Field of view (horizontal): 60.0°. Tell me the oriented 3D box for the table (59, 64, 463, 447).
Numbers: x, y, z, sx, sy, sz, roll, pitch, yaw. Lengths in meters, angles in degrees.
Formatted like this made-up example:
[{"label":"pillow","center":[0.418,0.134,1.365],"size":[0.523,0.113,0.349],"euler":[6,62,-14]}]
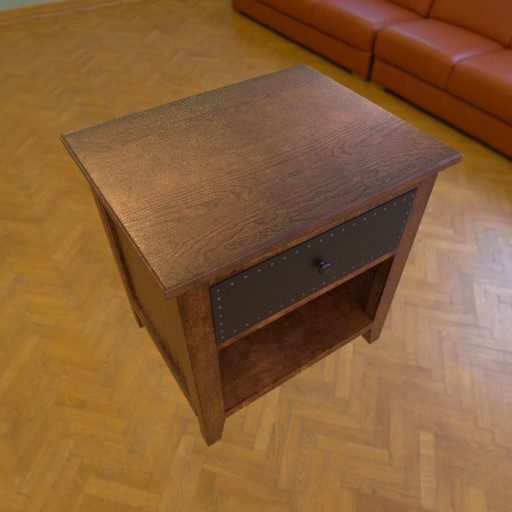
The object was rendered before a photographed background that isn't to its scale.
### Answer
[{"label":"table","center":[0.000,0.000,1.024],"size":[0.586,0.597,0.461],"euler":[-25,51,-22]}]
